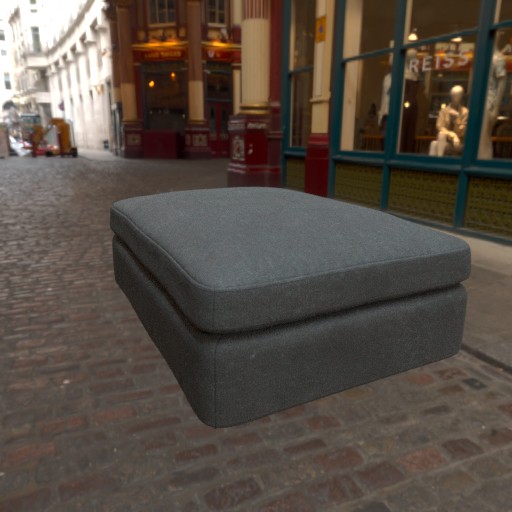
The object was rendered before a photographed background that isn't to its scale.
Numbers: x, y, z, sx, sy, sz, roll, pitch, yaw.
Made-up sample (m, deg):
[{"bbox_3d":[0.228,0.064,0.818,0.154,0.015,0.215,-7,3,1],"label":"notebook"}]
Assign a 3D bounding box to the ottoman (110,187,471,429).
[{"bbox_3d":[0.000,0.000,1.600,0.840,0.429,1.199,-8,18,-26],"label":"ottoman"}]
